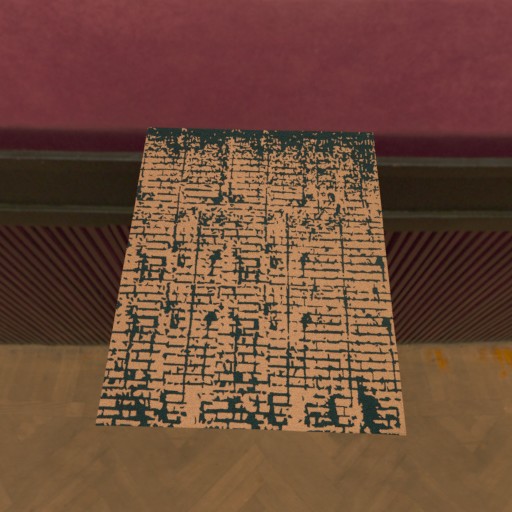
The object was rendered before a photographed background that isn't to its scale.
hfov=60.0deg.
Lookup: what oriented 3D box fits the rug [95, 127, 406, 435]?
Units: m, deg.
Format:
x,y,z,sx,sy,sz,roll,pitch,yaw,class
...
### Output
x,y,z,sx,sy,sz,roll,pitch,yaw,class
0.000,0.000,4.101,2.416,0.014,3.017,2,64,1,rug
